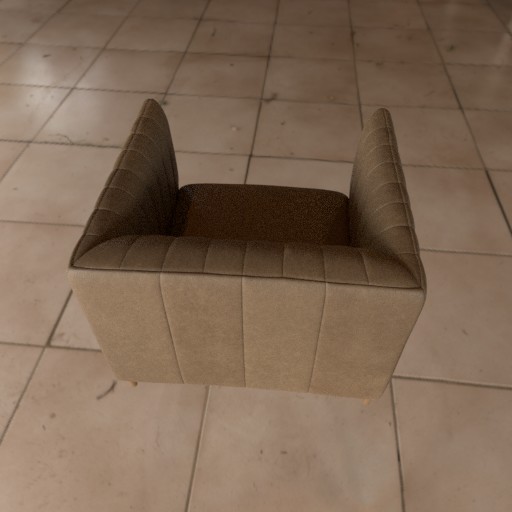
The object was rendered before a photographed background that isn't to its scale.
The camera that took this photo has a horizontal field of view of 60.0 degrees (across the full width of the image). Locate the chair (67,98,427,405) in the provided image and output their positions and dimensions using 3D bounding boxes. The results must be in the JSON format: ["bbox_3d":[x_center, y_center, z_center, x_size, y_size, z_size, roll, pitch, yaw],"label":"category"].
[{"bbox_3d":[0.000,0.000,1.638,0.981,0.779,0.876,3,48,3],"label":"chair"}]
